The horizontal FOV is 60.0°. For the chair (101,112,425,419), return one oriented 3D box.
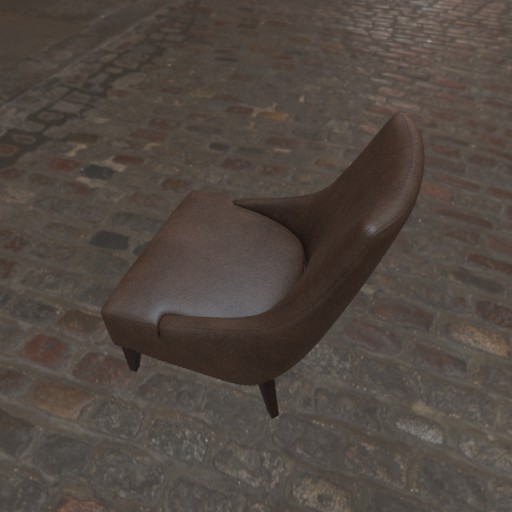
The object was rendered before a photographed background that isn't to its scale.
[{"bbox_3d":[0.000,0.000,1.483,0.861,0.909,0.701,15,48,14],"label":"chair"}]
